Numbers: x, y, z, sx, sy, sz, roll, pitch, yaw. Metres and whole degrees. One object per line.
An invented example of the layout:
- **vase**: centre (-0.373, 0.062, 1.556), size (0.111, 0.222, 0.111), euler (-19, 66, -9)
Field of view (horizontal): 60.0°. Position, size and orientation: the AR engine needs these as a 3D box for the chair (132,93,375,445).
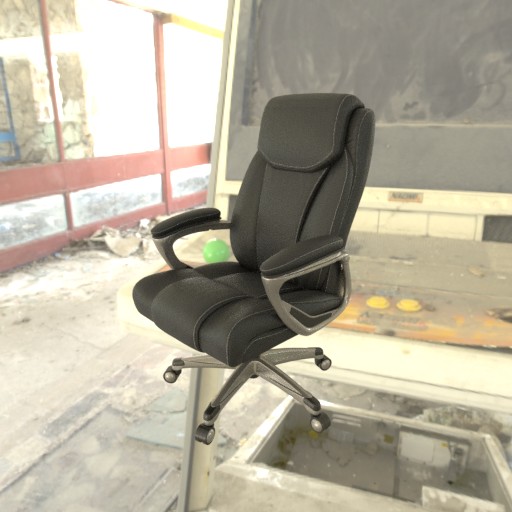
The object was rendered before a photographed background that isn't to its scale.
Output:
- **chair**: centre (0.000, 0.000, 1.669), size (0.784, 1.167, 0.741), euler (-17, 24, -42)
